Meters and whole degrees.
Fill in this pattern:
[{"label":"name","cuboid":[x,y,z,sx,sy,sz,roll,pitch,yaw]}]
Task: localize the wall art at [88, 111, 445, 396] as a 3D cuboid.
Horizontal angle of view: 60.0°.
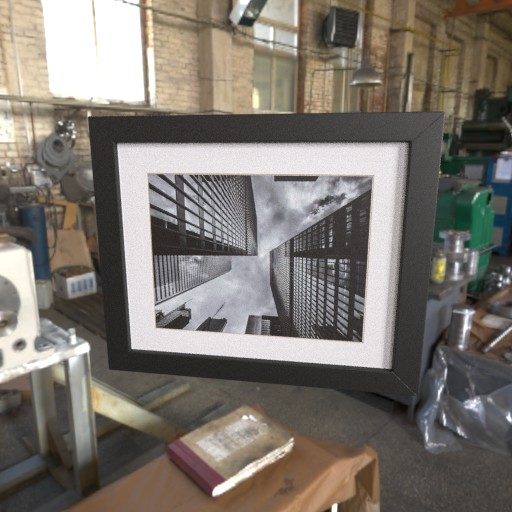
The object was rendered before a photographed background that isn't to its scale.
[{"label":"wall art","cuboid":[0.000,0.000,0.748,0.558,0.457,0.031,2,14,9]}]
